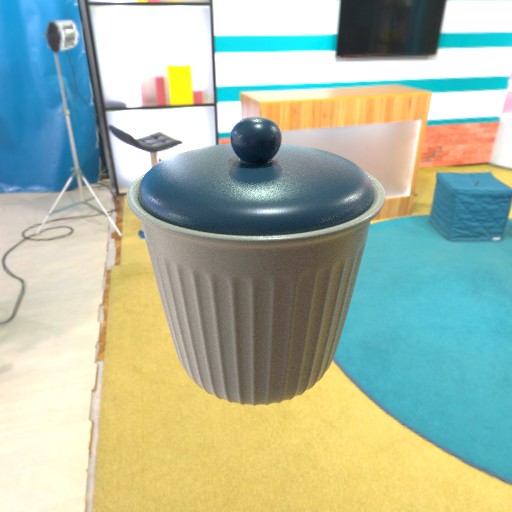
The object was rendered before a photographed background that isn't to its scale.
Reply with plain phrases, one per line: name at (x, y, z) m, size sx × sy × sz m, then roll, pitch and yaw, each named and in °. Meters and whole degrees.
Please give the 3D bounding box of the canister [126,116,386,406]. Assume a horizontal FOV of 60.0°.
canister at (0.000, 0.000, 0.347) m, size 0.181 × 0.211 × 0.181 m, roll 0°, pitch 28°, yaw 0°
